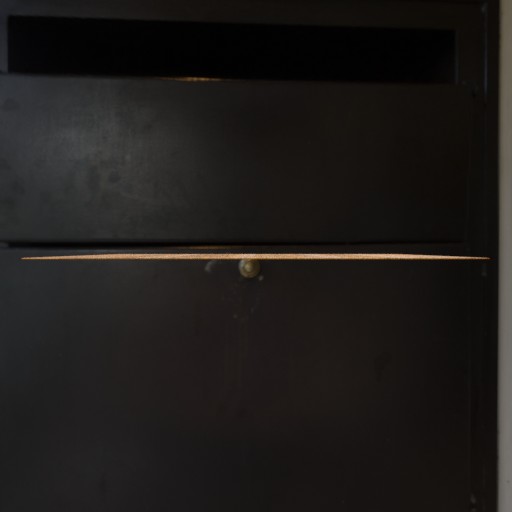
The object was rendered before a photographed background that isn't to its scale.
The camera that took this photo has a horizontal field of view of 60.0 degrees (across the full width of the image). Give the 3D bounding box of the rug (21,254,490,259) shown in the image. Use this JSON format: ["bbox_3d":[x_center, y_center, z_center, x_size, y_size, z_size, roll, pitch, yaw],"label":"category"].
[{"bbox_3d":[0.000,0.000,2.973,2.336,0.007,1.525,0,1,1],"label":"rug"}]
